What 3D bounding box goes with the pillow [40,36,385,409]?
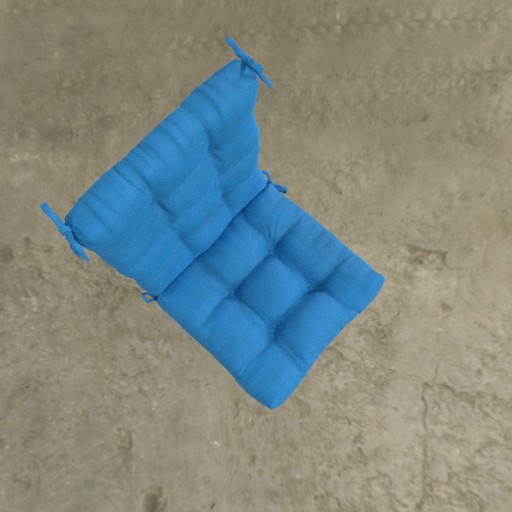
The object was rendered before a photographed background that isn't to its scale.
[{"bbox_3d":[0.000,0.000,1.021,0.571,0.605,0.519,42,80,9],"label":"pillow"}]
